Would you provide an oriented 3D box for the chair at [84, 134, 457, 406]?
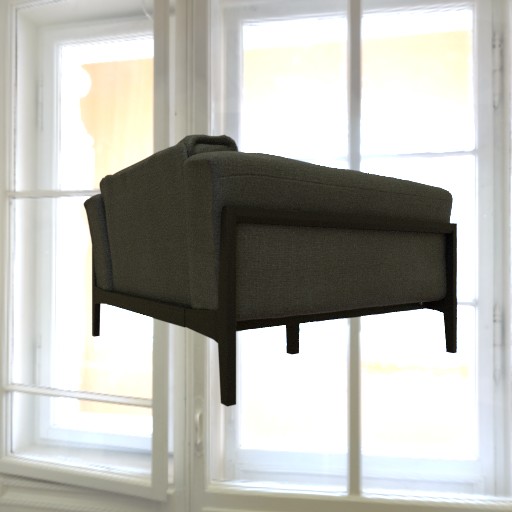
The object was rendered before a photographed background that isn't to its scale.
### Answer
[{"bbox_3d":[0.000,0.000,1.632,0.969,0.646,1.056,0,0,-36],"label":"chair"}]
